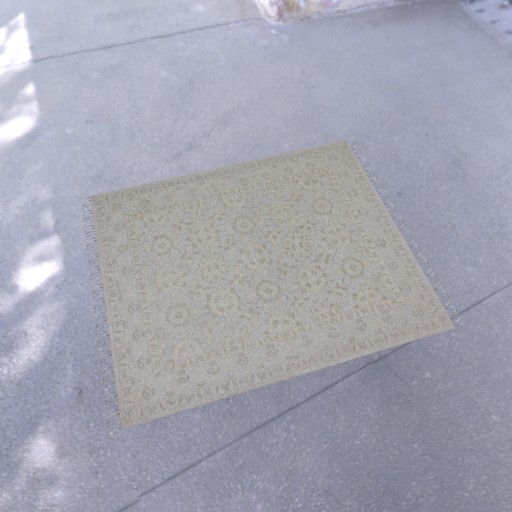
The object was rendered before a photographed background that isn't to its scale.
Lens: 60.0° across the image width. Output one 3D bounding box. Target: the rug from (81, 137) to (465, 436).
[{"bbox_3d":[0.000,0.000,4.185,3.043,0.013,2.444,-14,59,-9],"label":"rug"}]
